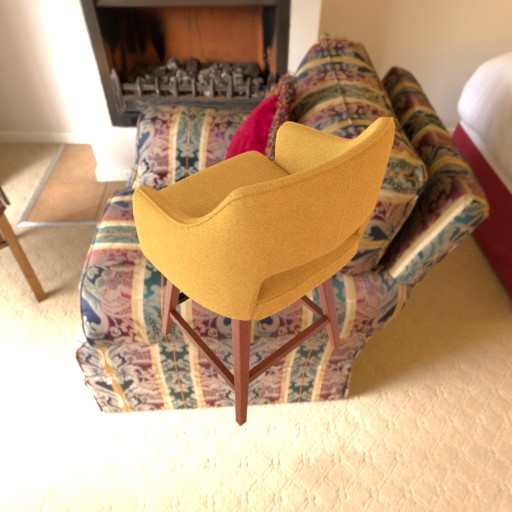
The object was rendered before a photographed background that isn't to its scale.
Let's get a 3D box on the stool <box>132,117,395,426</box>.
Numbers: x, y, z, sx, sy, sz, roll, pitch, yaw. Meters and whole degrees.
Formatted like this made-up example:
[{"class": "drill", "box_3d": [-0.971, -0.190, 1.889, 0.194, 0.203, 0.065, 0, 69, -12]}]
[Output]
[{"class": "stool", "box_3d": [0.000, 0.000, 1.279, 0.548, 0.924, 0.558, -31, 53, -27]}]
